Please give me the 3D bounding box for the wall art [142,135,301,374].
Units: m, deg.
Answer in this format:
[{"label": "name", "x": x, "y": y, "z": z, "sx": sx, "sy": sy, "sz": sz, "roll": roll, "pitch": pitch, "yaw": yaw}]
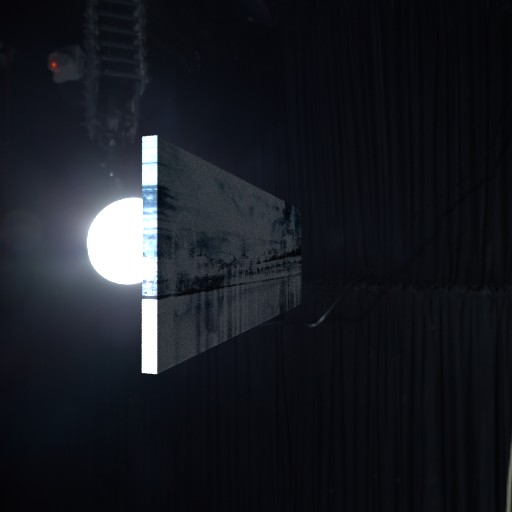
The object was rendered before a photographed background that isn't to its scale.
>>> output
[{"label": "wall art", "x": 0.000, "y": 0.000, "z": 1.674, "sx": 0.037, "sy": 0.509, "sz": 1.524, "roll": 0, "pitch": 0, "yaw": 17}]
